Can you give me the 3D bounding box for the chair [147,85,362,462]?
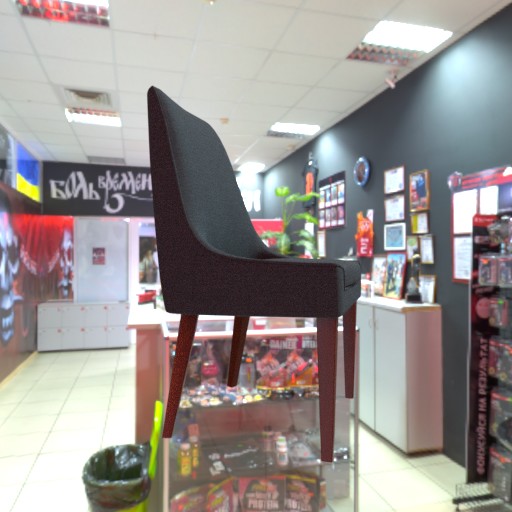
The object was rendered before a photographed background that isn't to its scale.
[{"bbox_3d":[0.000,0.000,1.204,0.544,0.861,0.529,0,0,18],"label":"chair"}]
